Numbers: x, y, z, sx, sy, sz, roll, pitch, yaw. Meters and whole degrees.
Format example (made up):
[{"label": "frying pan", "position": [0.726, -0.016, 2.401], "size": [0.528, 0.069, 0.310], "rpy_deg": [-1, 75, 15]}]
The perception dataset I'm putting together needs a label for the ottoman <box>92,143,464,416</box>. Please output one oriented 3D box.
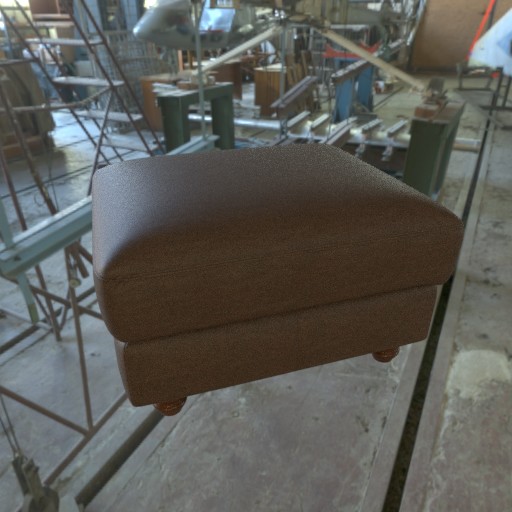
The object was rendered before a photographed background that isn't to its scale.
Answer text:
[{"label": "ottoman", "position": [0.000, 0.000, 1.186], "size": [0.787, 0.508, 0.635], "rpy_deg": [-9, 30, -16]}]
